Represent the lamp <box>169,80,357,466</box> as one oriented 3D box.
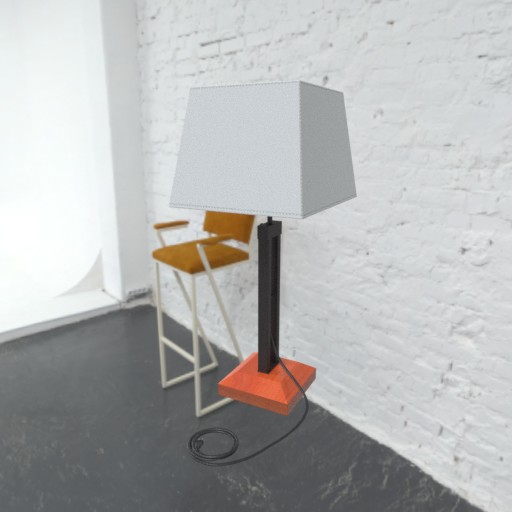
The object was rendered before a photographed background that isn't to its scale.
[{"bbox_3d":[0.000,0.000,1.000,0.310,0.737,0.498,8,17,27],"label":"lamp"}]
